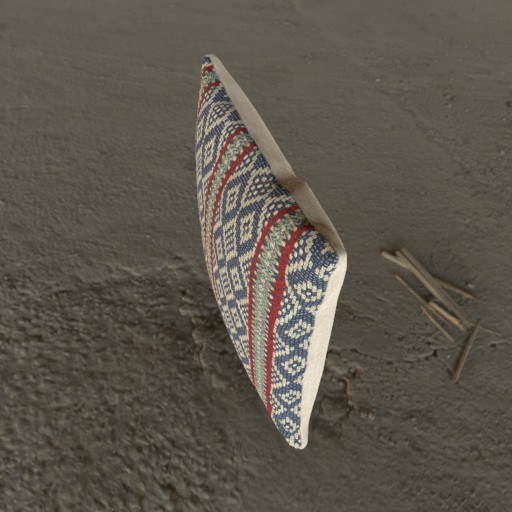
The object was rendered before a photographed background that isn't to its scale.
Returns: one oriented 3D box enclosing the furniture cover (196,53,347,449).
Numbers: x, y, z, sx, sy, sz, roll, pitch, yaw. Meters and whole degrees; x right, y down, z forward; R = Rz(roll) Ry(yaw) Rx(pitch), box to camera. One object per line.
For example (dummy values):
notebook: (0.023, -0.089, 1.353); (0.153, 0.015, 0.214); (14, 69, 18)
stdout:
furniture cover: (0.000, 0.000, 0.660); (0.139, 0.431, 0.431); (-14, 48, -13)
